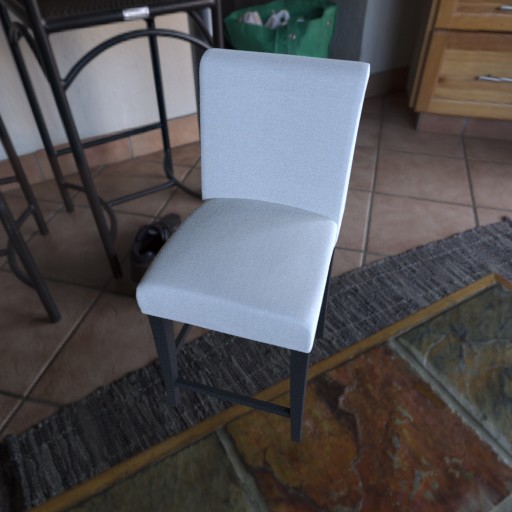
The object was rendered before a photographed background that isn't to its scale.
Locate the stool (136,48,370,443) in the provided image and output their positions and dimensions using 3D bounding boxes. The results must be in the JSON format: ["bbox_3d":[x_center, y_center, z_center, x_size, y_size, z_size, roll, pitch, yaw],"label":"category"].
[{"bbox_3d":[0.000,0.000,1.303,0.452,0.976,0.597,11,42,13],"label":"stool"}]
